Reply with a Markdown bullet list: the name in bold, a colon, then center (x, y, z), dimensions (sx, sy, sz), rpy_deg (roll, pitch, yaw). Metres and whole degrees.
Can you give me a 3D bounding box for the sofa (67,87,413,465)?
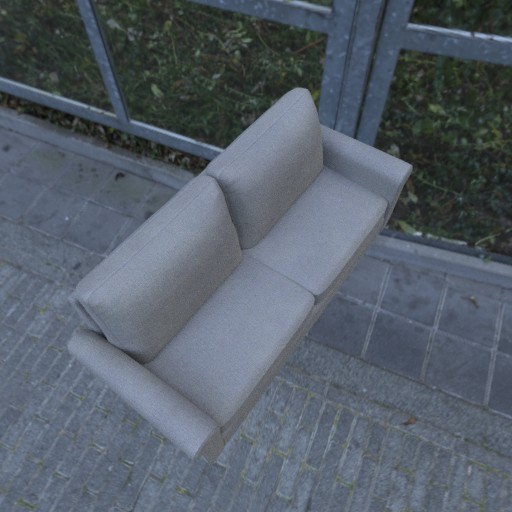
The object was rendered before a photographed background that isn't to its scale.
- **sofa**: center (0.000, 0.000, 2.381), dimensions (0.842, 0.942, 1.935), rpy_deg (32, 63, 19)
